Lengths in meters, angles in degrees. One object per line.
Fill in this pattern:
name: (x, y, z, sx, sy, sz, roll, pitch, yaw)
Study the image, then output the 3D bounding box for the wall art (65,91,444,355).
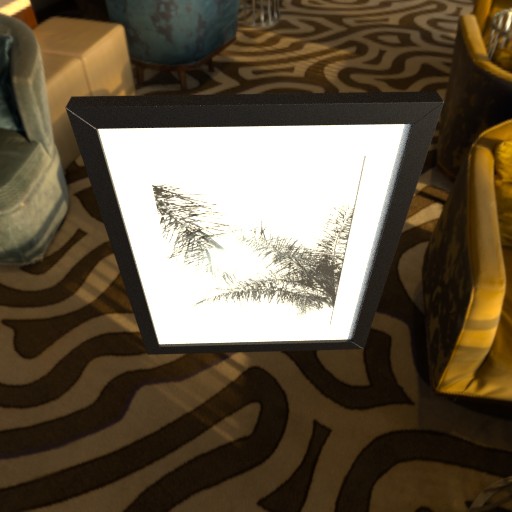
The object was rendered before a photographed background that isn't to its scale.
wall art: (0.000, 0.000, 0.746, 0.457, 0.557, 0.028, -1, 46, -1)
